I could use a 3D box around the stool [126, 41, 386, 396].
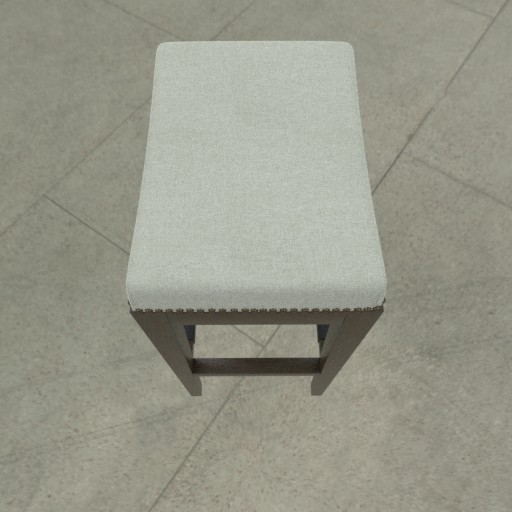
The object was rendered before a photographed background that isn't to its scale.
[{"bbox_3d":[0.000,0.000,0.994,0.358,0.759,0.498,0,64,0],"label":"stool"}]
